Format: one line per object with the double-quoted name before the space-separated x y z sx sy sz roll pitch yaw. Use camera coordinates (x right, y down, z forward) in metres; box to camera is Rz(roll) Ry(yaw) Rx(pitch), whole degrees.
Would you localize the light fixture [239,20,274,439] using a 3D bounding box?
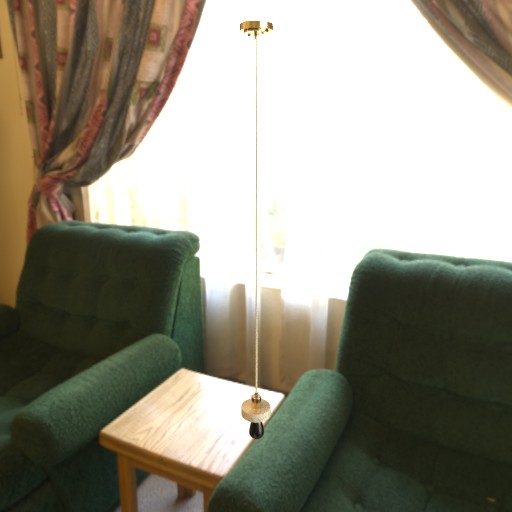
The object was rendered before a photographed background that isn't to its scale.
"light fixture" 0.000 0.000 1.758 0.129 1.669 0.129 2 15 9
